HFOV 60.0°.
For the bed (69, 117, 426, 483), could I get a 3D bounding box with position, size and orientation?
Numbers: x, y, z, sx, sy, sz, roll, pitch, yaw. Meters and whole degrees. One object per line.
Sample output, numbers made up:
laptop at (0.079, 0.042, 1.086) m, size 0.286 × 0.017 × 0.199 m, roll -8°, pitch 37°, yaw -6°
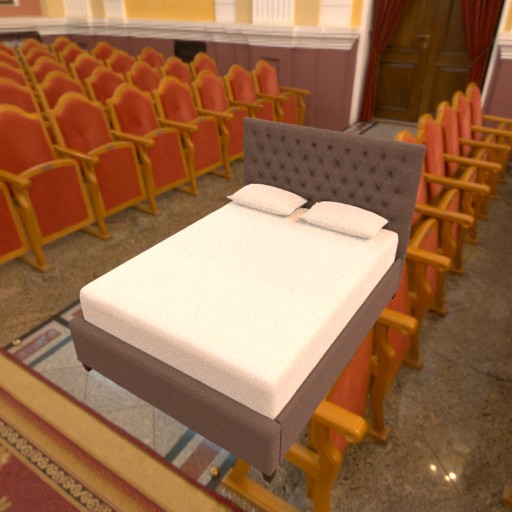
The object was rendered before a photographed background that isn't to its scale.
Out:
bed at (0.000, 0.000, 3.335) m, size 1.696 × 1.426 × 2.233 m, roll 19°, pitch 35°, yaw 28°
